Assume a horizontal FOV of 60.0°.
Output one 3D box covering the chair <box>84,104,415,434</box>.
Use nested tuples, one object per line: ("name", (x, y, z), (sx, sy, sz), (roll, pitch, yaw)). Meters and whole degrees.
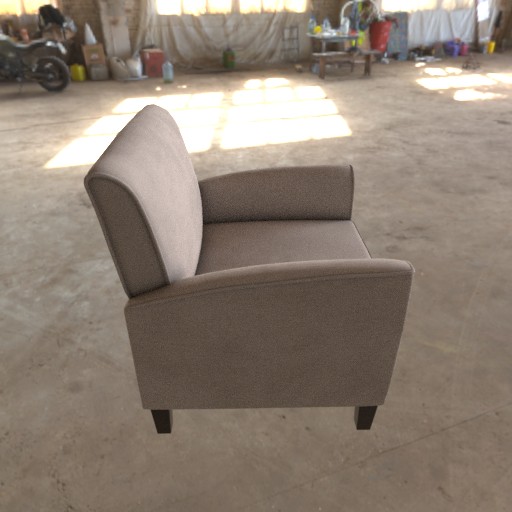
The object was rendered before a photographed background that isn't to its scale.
("chair", (0.000, 0.000, 1.557), (0.821, 0.915, 0.820), (-1, 31, -1))
